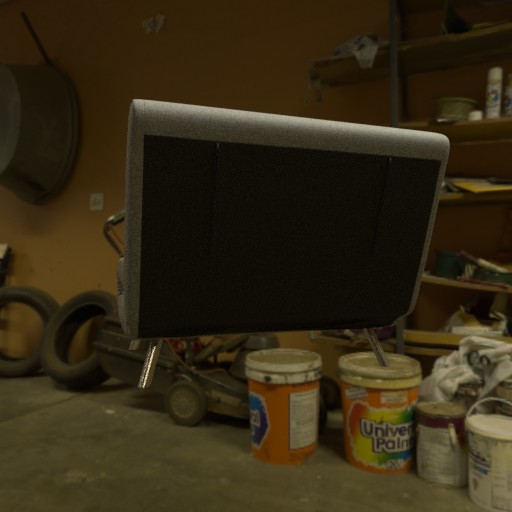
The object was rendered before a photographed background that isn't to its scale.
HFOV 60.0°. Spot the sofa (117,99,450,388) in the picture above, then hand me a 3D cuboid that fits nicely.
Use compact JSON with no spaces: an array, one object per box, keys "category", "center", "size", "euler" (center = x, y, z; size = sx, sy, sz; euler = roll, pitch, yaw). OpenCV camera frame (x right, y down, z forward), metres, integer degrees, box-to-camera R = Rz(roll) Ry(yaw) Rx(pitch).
[{"category":"sofa","center":[0.000,0.000,1.732],"size":[1.020,0.825,1.000],"euler":[0,-1,-18]}]
